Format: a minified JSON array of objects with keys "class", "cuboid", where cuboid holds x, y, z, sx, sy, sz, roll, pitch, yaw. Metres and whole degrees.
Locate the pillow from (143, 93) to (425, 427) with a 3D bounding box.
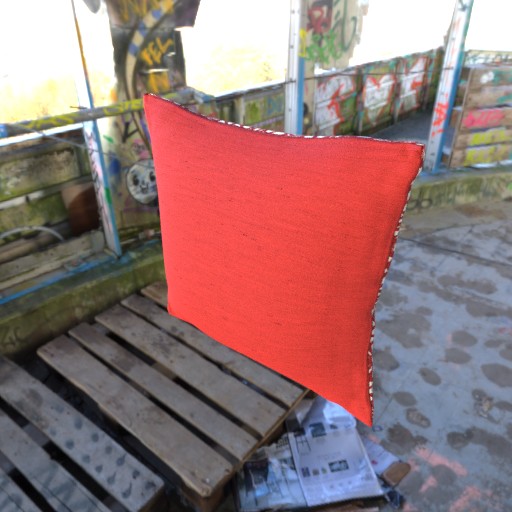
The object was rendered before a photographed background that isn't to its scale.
[{"class":"pillow","cuboid":[0.000,0.000,0.664,0.438,0.419,0.162,22,37,32]}]
